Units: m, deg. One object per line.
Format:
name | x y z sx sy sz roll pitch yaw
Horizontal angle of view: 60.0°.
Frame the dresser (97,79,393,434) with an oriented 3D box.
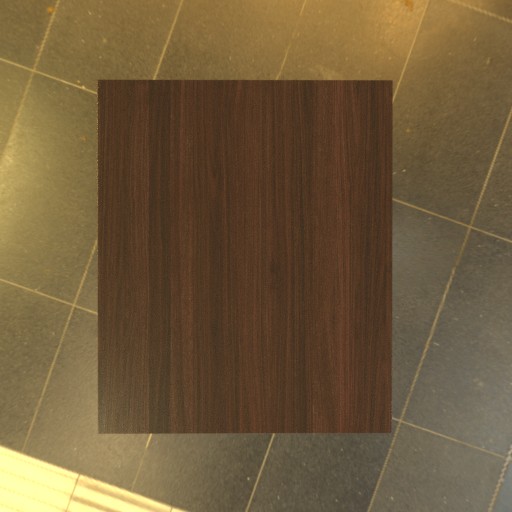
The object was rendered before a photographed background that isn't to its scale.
dresser | 0.000 0.000 0.736 0.360 0.470 0.400 0 90 0
